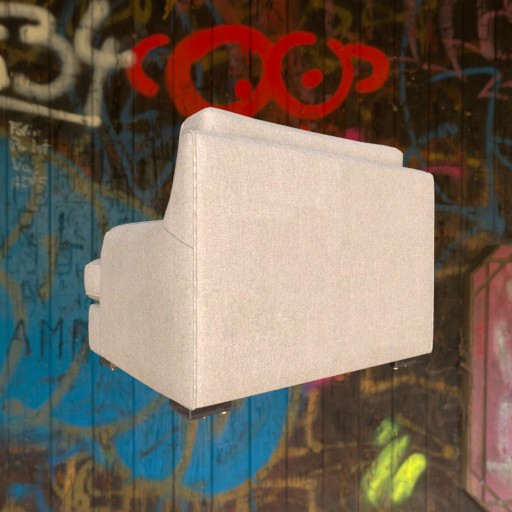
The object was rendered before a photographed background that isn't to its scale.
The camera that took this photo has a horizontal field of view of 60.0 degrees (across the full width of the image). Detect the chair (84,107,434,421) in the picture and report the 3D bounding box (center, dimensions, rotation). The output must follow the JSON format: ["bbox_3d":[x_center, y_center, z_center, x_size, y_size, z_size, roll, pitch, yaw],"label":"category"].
[{"bbox_3d":[0.000,0.000,1.996,1.270,0.974,1.043,-1,1,-36],"label":"chair"}]
